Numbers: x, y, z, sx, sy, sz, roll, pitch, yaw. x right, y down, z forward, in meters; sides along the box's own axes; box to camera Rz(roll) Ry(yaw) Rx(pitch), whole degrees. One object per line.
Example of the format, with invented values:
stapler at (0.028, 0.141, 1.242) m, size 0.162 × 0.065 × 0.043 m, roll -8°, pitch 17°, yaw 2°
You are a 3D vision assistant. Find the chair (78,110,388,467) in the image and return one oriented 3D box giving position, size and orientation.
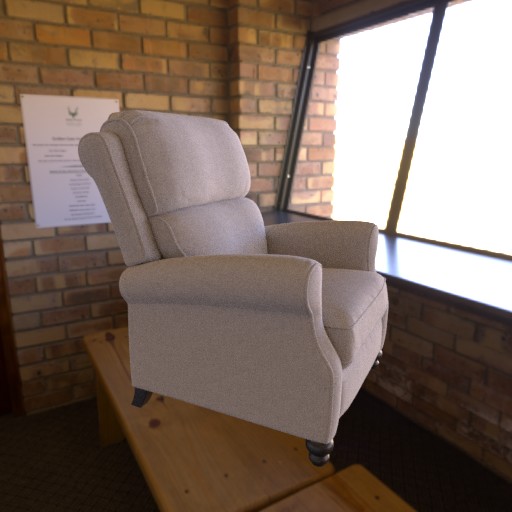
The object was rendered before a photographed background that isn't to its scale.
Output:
chair at (0.000, 0.000, 1.677) m, size 0.919 × 1.046 × 0.859 m, roll 7°, pitch 15°, yaw 26°
